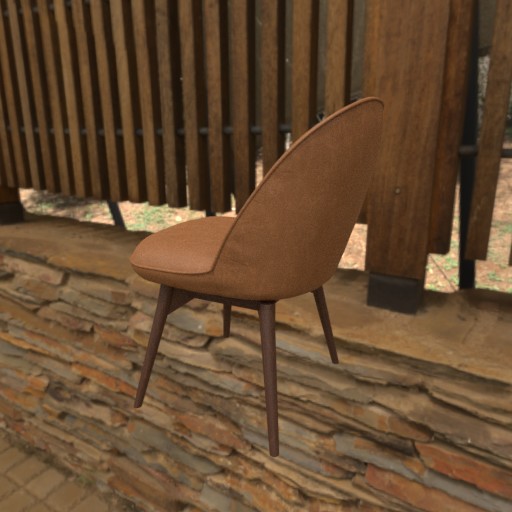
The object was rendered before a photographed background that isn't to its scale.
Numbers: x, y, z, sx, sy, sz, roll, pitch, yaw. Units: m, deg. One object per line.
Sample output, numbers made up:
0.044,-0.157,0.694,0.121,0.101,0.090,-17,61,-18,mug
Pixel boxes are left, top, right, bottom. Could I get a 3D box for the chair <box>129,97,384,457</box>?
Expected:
0.000,0.000,1.258,0.631,0.831,0.521,8,18,26,chair
